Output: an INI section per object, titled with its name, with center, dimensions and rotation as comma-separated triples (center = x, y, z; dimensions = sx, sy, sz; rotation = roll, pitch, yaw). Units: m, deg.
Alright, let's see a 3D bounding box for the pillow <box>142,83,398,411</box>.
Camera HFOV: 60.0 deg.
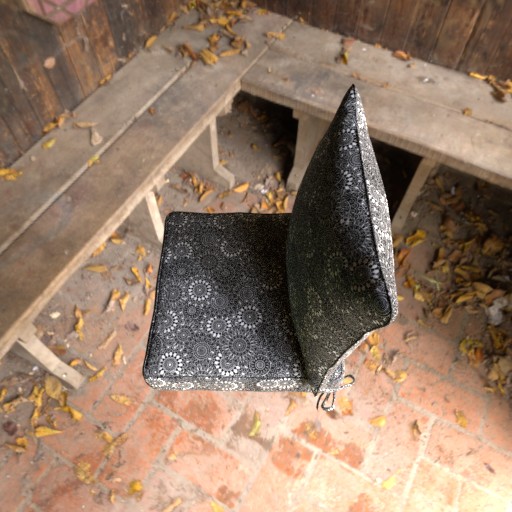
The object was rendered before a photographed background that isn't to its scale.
[pillow]
center = 0.000, 0.000, 1.406
dimensions = 0.740, 0.722, 0.798
rotation = 1, 58, 0
